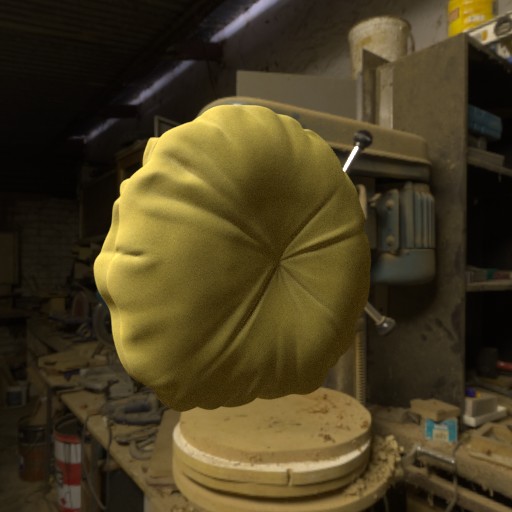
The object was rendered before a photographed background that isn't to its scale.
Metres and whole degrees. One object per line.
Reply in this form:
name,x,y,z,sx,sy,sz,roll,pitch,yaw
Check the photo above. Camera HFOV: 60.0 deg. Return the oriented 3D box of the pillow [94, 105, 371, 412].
pillow,0.000,0.000,0.624,0.428,0.407,0.148,0,0,-36
